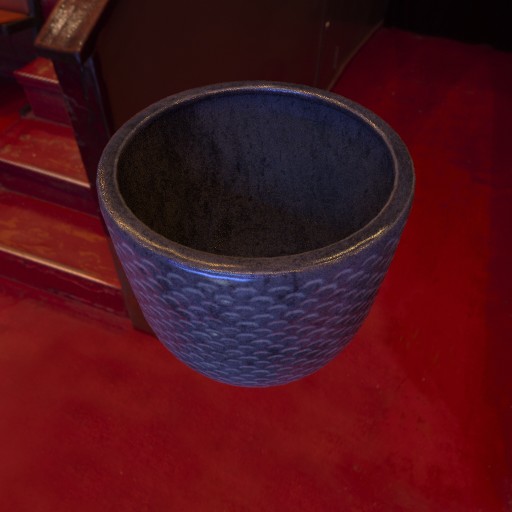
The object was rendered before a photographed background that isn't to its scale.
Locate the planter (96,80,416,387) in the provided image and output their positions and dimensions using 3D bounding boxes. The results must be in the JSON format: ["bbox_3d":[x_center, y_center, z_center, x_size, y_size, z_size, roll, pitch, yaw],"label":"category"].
[{"bbox_3d":[0.000,0.000,0.346,0.197,0.191,0.197,0,48,0],"label":"planter"}]
